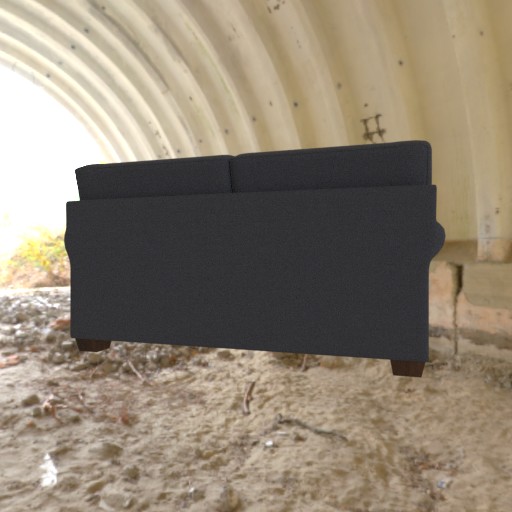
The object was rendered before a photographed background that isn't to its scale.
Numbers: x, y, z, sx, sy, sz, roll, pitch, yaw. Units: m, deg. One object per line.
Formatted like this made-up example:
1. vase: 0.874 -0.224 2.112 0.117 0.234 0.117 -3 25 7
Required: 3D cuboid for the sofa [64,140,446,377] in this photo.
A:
1. sofa: 0.000 0.000 2.520 1.930 1.020 0.940 0 0 18
